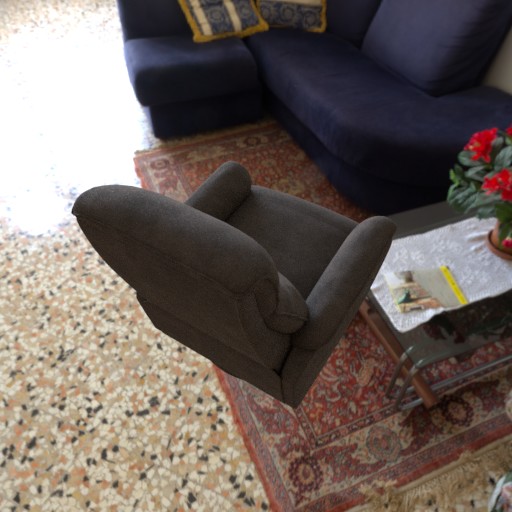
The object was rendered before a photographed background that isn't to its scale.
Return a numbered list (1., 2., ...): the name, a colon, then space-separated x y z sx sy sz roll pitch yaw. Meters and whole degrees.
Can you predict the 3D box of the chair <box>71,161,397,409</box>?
1. chair: 0.000 0.000 1.701 0.830 1.035 1.009 24 51 22
